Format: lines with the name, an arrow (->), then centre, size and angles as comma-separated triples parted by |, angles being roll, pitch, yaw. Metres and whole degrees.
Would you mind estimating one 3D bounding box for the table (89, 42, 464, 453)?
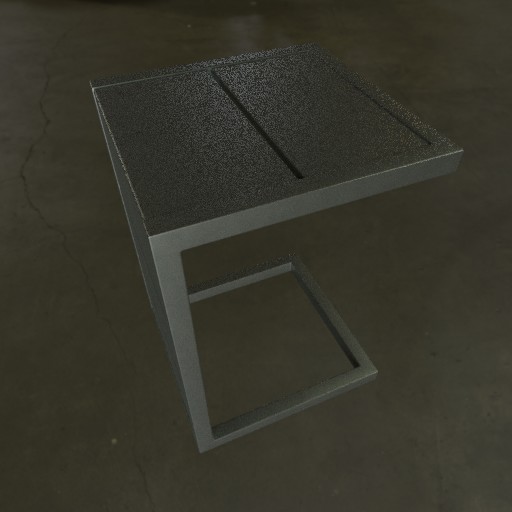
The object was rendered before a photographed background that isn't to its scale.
table -> 0.000, 0.000, 0.869 | 0.420, 0.609, 0.405 | -17, 48, -16
